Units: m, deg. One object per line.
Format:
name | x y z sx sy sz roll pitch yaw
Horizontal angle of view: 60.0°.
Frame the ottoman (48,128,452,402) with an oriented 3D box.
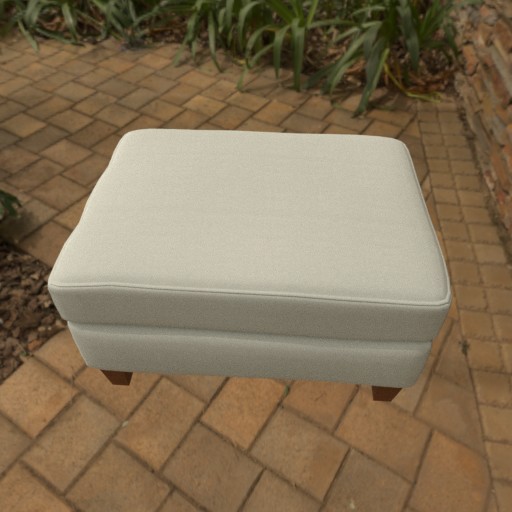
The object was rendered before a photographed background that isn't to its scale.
ottoman | 0.000 0.000 1.202 0.818 0.496 0.634 3 46 3
